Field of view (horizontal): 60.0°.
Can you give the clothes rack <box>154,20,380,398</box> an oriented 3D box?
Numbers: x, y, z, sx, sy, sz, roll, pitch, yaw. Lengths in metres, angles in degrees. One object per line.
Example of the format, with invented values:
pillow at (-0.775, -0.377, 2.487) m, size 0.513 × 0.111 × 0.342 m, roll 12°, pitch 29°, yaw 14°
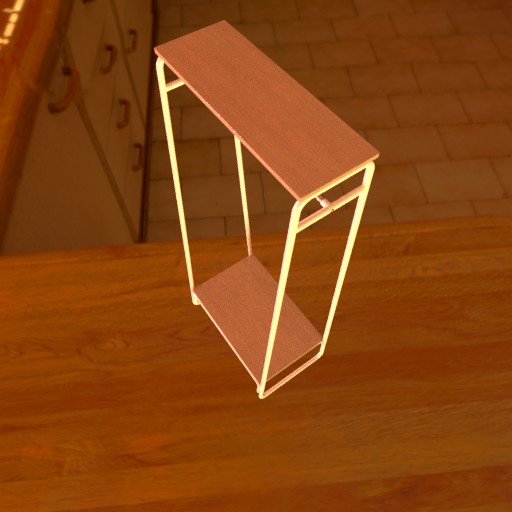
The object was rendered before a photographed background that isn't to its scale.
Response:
clothes rack at (0.000, 0.000, 1.738) m, size 0.400 × 1.512 × 0.640 m, roll -31°, pitch 63°, yaw -18°
